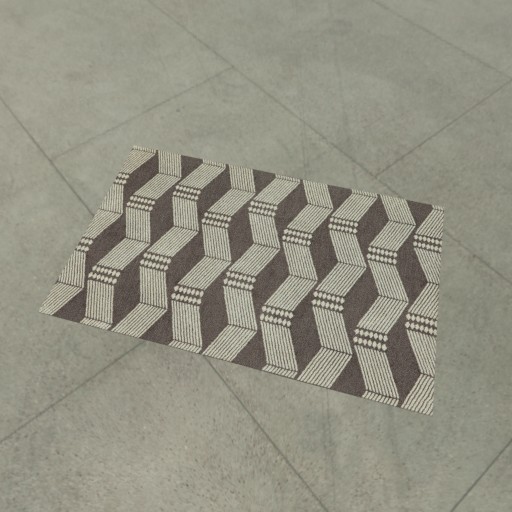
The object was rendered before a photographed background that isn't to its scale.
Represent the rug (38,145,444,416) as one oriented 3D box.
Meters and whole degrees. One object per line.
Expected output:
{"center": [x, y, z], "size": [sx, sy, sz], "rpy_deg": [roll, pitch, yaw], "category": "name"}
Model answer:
{"center": [0.000, 0.000, 3.012], "size": [2.435, 0.011, 1.517], "rpy_deg": [13, 59, 8], "category": "rug"}
